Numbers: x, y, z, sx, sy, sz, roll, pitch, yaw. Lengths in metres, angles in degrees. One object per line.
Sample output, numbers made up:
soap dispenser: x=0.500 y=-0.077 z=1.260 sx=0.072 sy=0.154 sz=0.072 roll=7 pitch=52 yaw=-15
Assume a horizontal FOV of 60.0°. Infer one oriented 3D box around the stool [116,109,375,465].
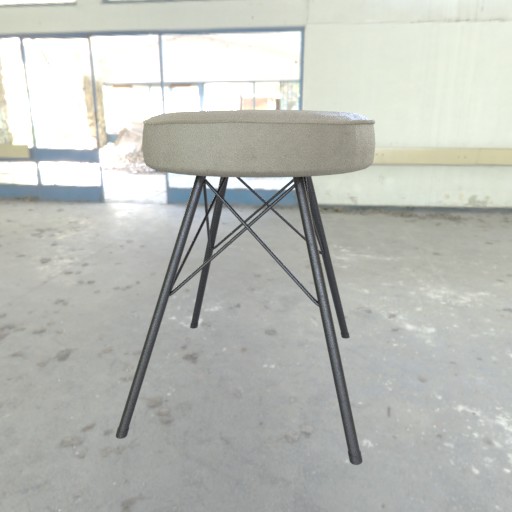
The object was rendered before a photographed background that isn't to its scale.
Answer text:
stool: x=0.000 y=0.000 z=0.869 sx=0.423 sy=0.538 sz=0.457 roll=2 pitch=16 yaw=9
